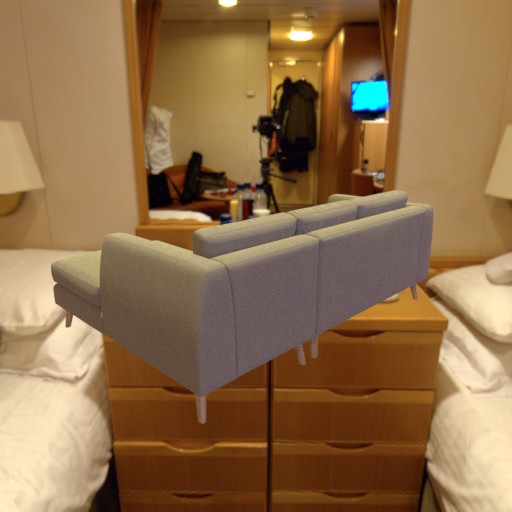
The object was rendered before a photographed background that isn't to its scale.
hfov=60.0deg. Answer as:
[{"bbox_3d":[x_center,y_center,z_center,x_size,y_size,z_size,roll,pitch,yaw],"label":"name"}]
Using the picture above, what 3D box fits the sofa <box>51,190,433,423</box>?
[{"bbox_3d":[0.000,0.000,3.163,1.580,0.860,2.300,15,22,42],"label":"sofa"}]
